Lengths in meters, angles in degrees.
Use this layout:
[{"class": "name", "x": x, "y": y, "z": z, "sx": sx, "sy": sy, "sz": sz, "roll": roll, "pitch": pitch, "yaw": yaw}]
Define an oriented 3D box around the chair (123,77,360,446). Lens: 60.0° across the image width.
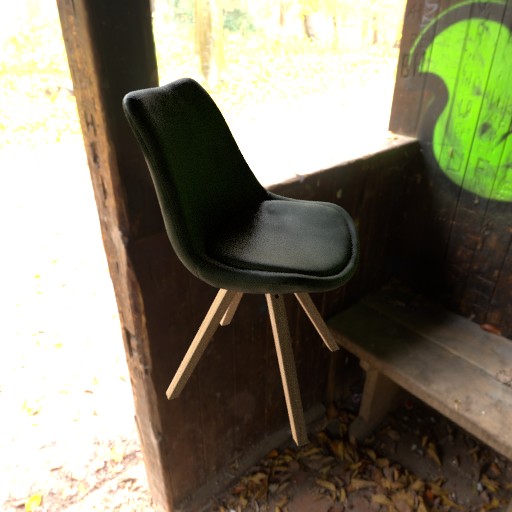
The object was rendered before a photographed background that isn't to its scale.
[{"class": "chair", "x": 0.000, "y": 0.000, "z": 1.220, "sx": 0.547, "sy": 0.865, "sz": 0.483, "roll": 11, "pitch": 32, "yaw": 18}]
